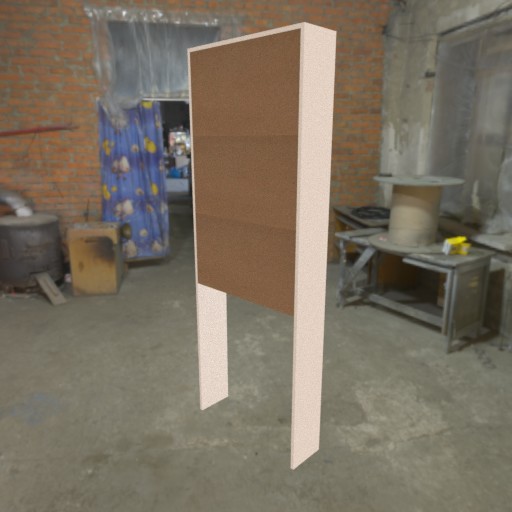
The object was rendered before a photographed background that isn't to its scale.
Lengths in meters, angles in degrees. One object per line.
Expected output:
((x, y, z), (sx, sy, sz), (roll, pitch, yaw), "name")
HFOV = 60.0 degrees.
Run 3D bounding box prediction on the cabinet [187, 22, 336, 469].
((0.000, 0.000, 1.989), (0.643, 1.770, 0.192), (14, 20, 43), "cabinet")
